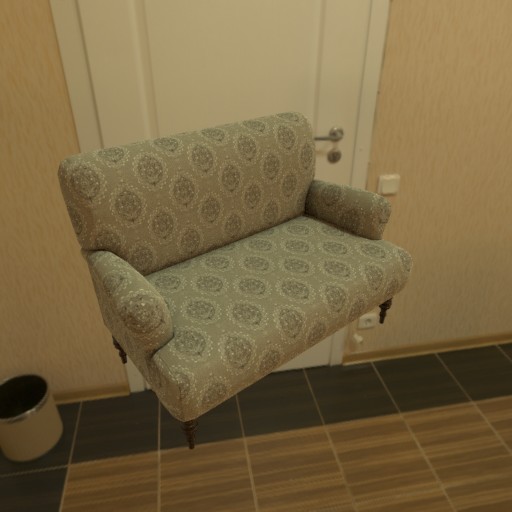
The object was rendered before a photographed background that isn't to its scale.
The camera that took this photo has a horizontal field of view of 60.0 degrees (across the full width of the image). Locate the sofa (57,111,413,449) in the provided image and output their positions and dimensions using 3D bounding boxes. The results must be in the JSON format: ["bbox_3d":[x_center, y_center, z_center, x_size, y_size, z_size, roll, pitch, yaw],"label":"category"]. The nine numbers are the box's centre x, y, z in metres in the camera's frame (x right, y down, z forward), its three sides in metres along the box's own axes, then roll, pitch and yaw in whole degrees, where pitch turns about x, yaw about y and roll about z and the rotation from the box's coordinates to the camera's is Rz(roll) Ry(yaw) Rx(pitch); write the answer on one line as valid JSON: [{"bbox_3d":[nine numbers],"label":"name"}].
[{"bbox_3d":[0.000,0.000,1.830,1.297,0.889,0.779,-23,38,-33],"label":"sofa"}]
